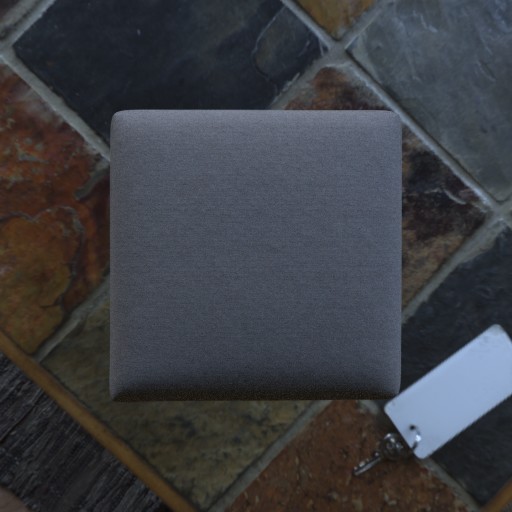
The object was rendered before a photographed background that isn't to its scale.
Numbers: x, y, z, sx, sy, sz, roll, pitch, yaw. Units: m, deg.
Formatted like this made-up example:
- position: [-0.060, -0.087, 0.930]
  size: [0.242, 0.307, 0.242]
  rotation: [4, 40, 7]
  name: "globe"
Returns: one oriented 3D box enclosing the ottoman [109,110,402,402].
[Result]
- position: [0.000, 0.000, 1.660]
  size: [1.041, 0.470, 1.041]
  rotation: [0, 90, -1]
  name: "ottoman"
